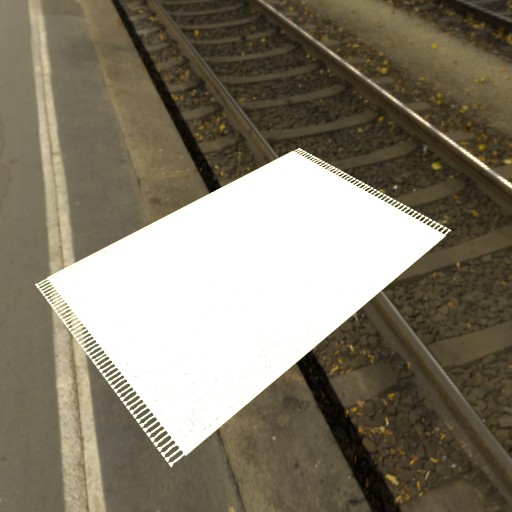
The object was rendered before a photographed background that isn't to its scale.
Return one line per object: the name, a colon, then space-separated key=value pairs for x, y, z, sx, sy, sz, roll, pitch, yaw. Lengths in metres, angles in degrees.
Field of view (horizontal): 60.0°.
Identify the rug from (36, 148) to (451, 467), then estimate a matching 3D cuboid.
rug: x=0.000 y=0.000 z=3.022 sx=2.438 sy=0.010 sz=1.524 roll=-33 pitch=53 yaw=-29
